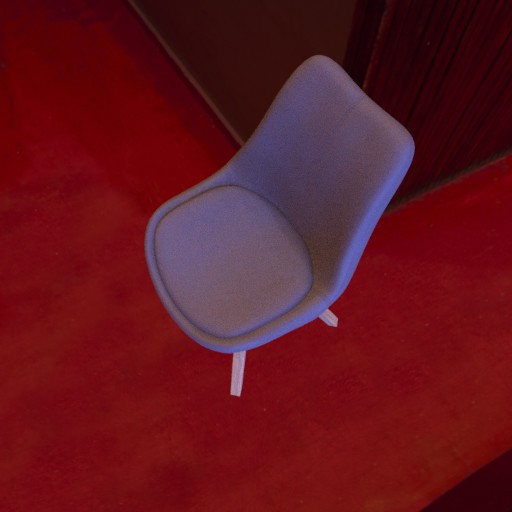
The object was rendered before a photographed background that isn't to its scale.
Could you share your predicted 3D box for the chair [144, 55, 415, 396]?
[{"bbox_3d":[0.000,0.000,1.191,0.547,0.865,0.483,-31,68,-14],"label":"chair"}]
